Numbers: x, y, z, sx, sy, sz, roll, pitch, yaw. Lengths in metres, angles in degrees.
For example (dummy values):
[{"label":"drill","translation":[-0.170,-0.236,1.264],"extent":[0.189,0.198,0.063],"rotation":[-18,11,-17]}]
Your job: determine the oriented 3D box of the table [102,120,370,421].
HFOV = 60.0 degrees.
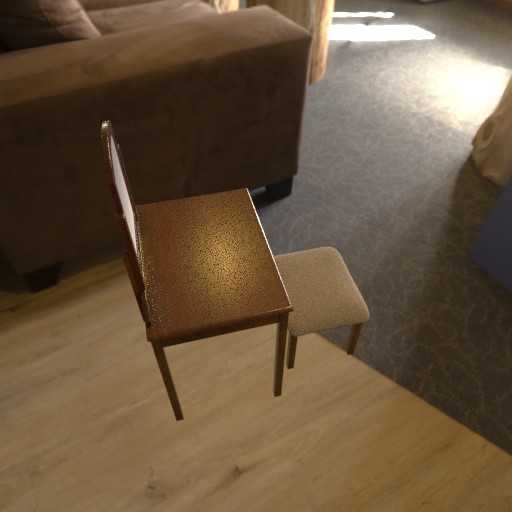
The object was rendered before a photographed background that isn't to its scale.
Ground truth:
[{"label":"table","translation":[0.000,0.000,2.312],"extent":[1.211,1.631,0.876],"rotation":[-11,48,-10]}]
